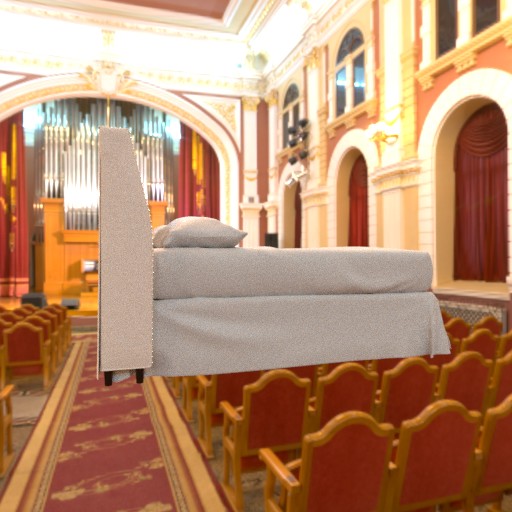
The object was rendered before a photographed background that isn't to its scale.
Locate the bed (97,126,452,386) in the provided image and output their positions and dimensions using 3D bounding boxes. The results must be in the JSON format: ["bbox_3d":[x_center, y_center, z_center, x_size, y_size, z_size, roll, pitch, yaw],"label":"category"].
[{"bbox_3d":[0.000,0.000,3.443,2.276,1.332,1.925,0,0,-18],"label":"bed"}]
